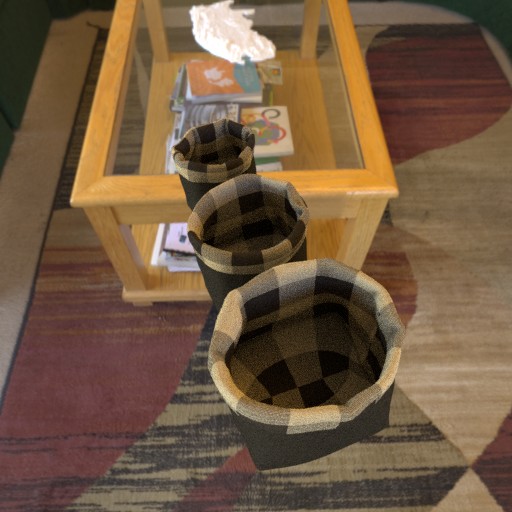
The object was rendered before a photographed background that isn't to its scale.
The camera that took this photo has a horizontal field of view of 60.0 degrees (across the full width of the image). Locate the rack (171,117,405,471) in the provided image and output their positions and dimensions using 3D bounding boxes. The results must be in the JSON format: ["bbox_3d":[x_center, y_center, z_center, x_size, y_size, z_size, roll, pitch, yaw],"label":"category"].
[{"bbox_3d":[0.000,0.000,1.056,0.370,0.329,0.889,-17,60,-10],"label":"rack"}]
